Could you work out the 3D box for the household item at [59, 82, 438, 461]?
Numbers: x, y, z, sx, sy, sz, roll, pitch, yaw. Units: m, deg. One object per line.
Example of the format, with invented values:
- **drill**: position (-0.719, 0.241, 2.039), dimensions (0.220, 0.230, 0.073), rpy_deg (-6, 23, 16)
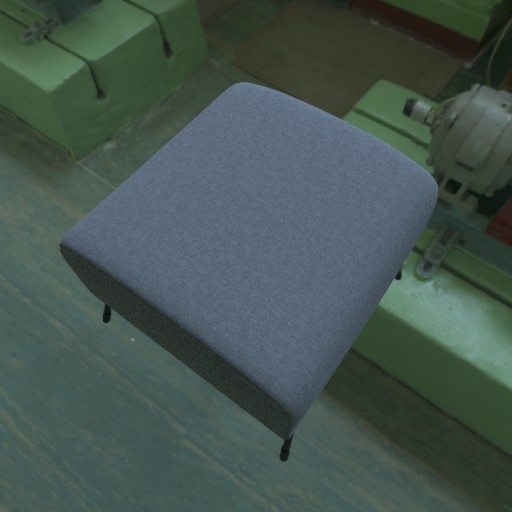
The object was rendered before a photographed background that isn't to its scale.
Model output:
- **household item**: position (0.000, 0.000, 0.910), dimensions (0.530, 0.410, 0.530), rpy_deg (32, 65, 17)
